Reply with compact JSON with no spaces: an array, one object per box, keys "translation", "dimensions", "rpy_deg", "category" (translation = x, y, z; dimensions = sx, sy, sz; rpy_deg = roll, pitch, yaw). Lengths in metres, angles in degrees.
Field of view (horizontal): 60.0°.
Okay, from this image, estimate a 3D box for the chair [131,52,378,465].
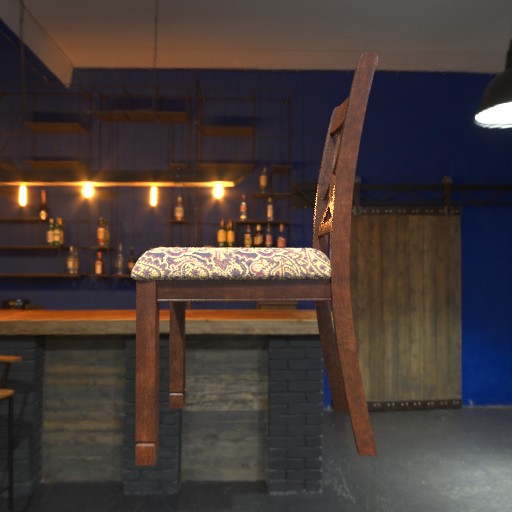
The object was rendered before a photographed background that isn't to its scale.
[{"translation":[0.000,0.000,1.240],"dimensions":[0.584,0.965,0.457],"rpy_deg":[0,-1,0],"category":"chair"}]
